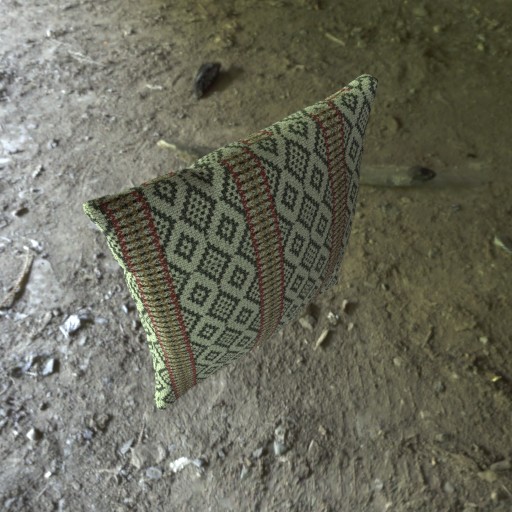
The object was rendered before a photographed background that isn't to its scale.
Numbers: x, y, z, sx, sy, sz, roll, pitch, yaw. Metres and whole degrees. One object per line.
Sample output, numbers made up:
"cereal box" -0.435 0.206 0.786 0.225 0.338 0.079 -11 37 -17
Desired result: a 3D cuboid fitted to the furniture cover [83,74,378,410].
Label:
"furniture cover" 0.000 0.000 0.784 0.503 0.506 0.182 -32 54 -27
